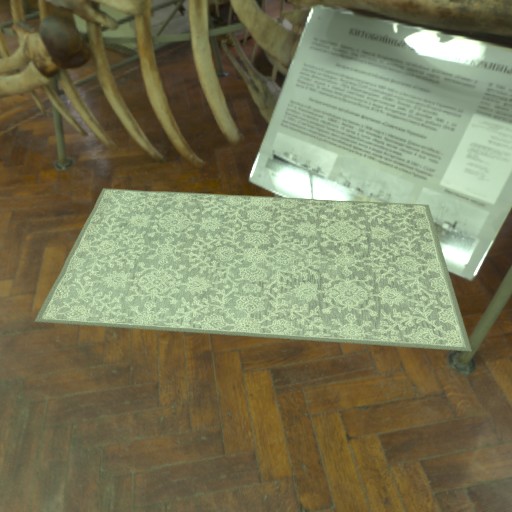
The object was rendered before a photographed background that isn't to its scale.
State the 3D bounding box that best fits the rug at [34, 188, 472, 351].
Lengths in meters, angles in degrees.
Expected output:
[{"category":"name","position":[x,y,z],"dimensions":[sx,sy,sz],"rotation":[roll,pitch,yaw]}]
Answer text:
[{"category":"rug","position":[0.000,0.000,3.609],"dimensions":[3.048,0.011,1.546],"rotation":[3,46,3]}]
